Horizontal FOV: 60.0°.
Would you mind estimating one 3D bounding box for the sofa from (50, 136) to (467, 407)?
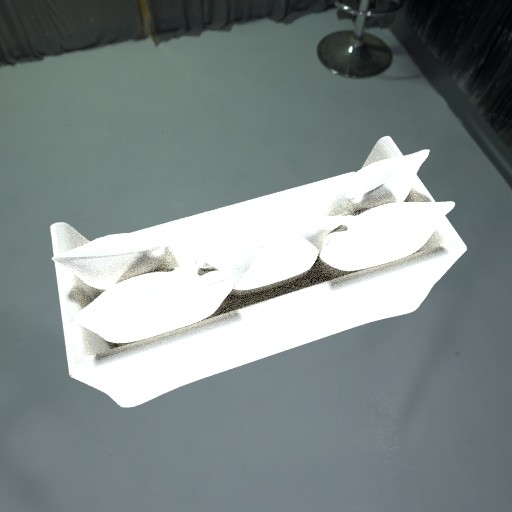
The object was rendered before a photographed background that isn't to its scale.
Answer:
[{"bbox_3d":[0.000,0.000,2.803,2.290,1.034,1.031,-17,61,-10],"label":"sofa"}]
